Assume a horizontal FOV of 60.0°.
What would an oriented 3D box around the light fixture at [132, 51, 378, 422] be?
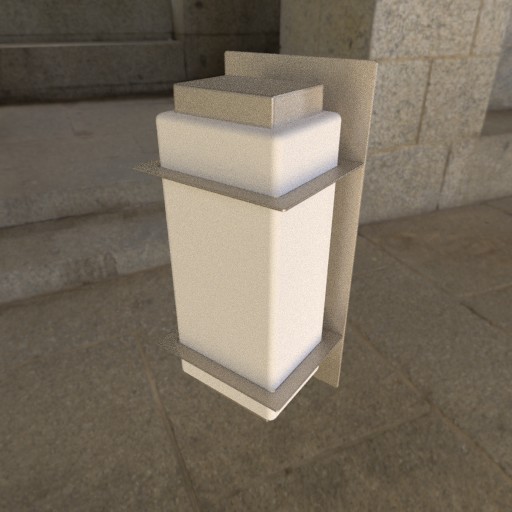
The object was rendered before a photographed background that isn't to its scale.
[{"bbox_3d":[0.000,0.000,0.469,0.168,0.380,0.160,20,35,31],"label":"light fixture"}]
